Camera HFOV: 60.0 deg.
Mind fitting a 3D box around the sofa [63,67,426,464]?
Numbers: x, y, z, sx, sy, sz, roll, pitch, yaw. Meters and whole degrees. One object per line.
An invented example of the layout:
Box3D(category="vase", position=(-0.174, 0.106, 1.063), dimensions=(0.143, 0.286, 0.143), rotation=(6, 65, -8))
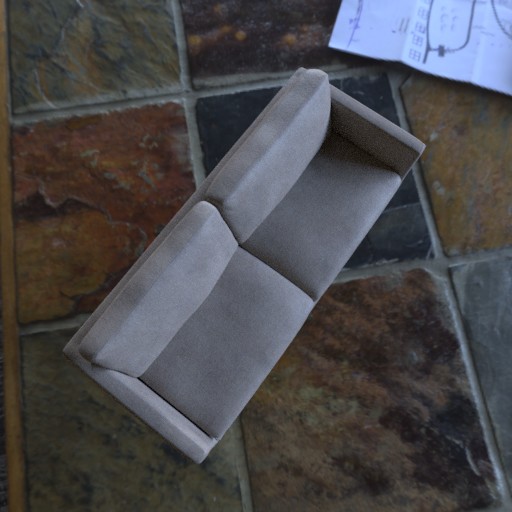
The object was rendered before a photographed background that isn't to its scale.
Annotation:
Box3D(category="sofa", position=(0.000, 0.000, 2.724), dimensions=(0.951, 0.965, 2.208), rotation=(36, 78, 9))
